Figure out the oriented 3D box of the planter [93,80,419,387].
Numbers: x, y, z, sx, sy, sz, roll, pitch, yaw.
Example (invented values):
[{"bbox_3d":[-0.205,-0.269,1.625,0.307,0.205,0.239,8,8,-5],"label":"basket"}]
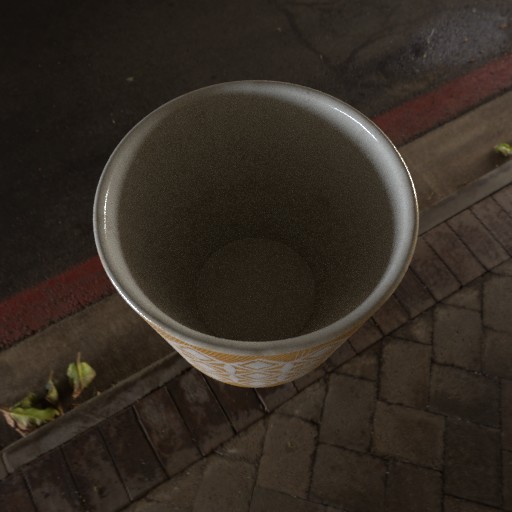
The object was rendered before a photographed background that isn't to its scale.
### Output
[{"bbox_3d":[0.000,0.000,0.338,0.193,0.165,0.193,0,63,0],"label":"planter"}]
